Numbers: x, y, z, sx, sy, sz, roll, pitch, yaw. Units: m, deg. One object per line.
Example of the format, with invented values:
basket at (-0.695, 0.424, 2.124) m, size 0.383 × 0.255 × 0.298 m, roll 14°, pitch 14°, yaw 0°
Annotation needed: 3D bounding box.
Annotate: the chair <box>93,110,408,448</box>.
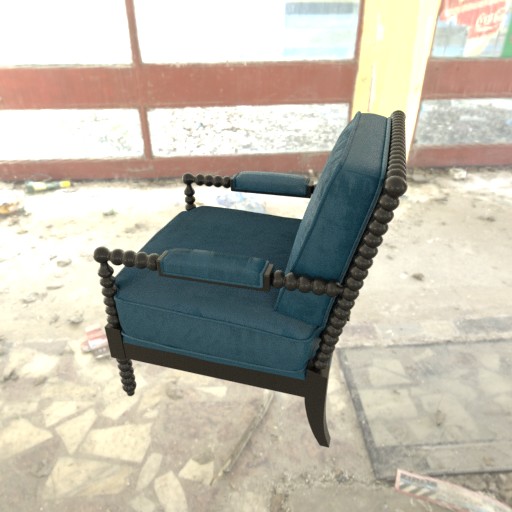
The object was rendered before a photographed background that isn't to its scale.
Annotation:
chair at (0.000, 0.000, 1.438) m, size 0.805 × 0.857 × 0.688 m, roll 8°, pitch 32°, yaw 14°
